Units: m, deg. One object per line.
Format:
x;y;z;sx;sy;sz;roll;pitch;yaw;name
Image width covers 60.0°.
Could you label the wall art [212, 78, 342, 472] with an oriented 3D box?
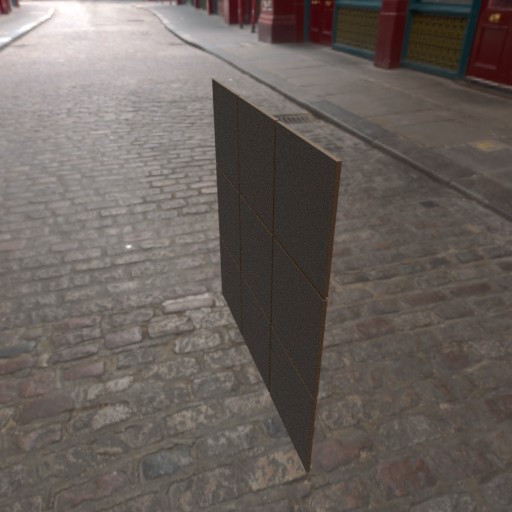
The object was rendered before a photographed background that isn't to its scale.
0.000;0.000;2.323;0.017;1.521;1.527;-10;32;-16;wall art
